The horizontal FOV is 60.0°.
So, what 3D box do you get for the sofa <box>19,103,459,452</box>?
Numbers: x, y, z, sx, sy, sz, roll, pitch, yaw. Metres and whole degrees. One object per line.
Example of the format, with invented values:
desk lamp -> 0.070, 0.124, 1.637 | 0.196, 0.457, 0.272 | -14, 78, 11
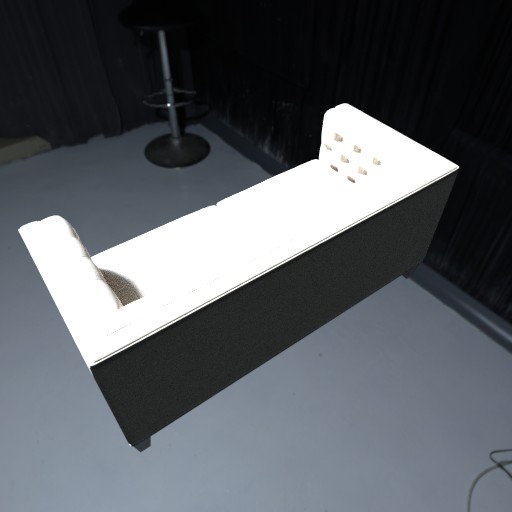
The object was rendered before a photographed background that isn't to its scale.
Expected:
sofa -> 0.000, 0.000, 2.167 | 1.778, 0.762, 0.775 | -27, 52, -24
